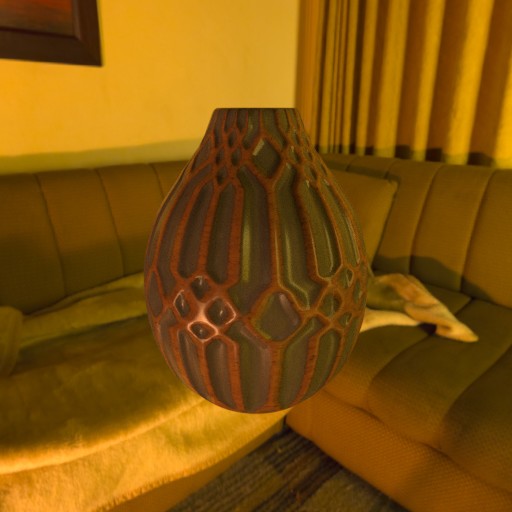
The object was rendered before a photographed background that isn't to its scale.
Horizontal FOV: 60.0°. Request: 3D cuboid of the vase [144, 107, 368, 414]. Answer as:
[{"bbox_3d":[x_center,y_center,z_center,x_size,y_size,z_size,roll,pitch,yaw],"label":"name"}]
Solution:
[{"bbox_3d":[0.000,0.000,0.138,0.069,0.088,0.069,0,18,0],"label":"vase"}]
